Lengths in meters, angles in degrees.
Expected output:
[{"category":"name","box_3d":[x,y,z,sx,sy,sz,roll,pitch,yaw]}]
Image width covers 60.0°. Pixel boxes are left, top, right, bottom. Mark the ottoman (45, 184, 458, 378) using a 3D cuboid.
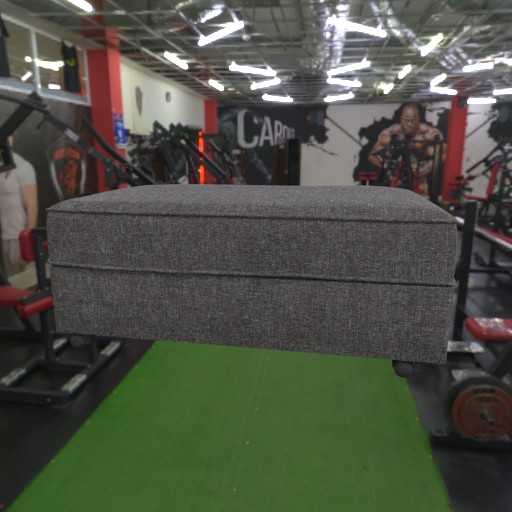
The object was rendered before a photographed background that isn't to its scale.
[{"category":"ottoman","box_3d":[0.000,0.000,1.565,1.184,0.487,0.717,3,14,10]}]
